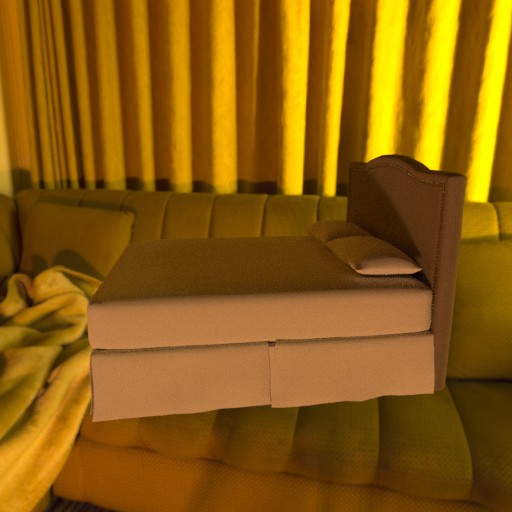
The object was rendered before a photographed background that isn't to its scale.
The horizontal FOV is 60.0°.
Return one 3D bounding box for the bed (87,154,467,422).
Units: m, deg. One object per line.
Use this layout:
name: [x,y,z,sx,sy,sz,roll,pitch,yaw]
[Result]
bed: [0.000,0.000,3.230,2.128,1.441,1.744,-2,14,-7]
